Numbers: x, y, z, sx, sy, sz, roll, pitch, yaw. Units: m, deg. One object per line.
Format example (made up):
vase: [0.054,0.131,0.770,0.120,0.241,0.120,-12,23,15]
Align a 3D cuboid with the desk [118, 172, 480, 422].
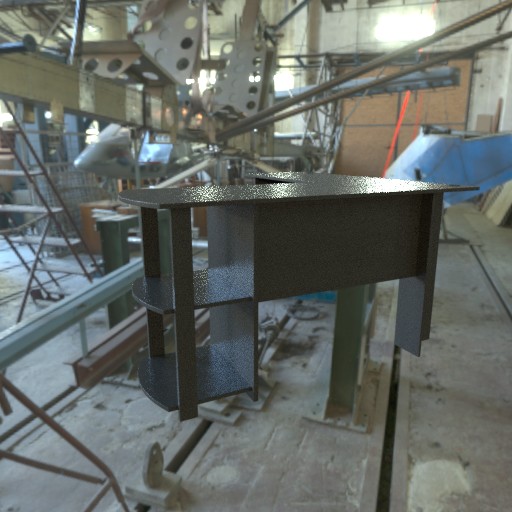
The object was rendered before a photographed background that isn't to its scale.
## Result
desk: [0.000,0.000,2.139,1.361,0.716,1.303,-7,15,-25]
